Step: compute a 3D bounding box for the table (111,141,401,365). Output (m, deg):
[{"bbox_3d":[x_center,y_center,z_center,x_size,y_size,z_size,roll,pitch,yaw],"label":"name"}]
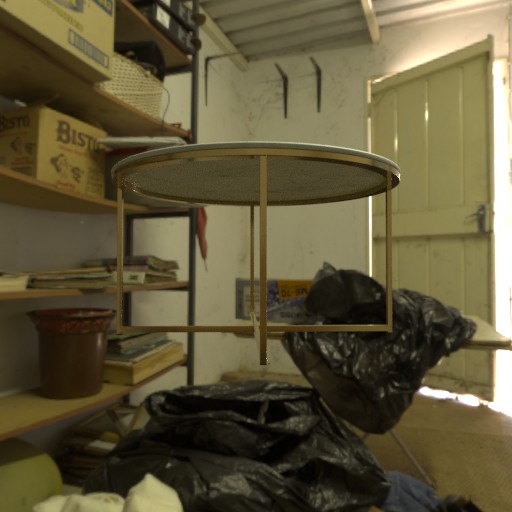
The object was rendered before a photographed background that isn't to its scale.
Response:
[{"bbox_3d":[0.000,0.000,1.284,0.800,0.450,0.800,0,-1,0],"label":"table"}]
